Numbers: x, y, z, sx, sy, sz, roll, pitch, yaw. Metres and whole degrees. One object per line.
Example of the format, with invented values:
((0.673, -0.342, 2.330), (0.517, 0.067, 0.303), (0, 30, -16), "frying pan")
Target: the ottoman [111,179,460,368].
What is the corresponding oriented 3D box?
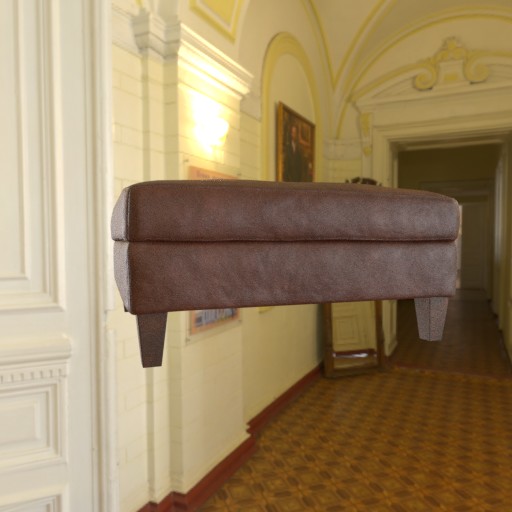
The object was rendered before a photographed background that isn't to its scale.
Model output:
((0.000, 0.000, 1.363), (0.836, 0.415, 0.844), (-1, 2, -19), "ottoman")
